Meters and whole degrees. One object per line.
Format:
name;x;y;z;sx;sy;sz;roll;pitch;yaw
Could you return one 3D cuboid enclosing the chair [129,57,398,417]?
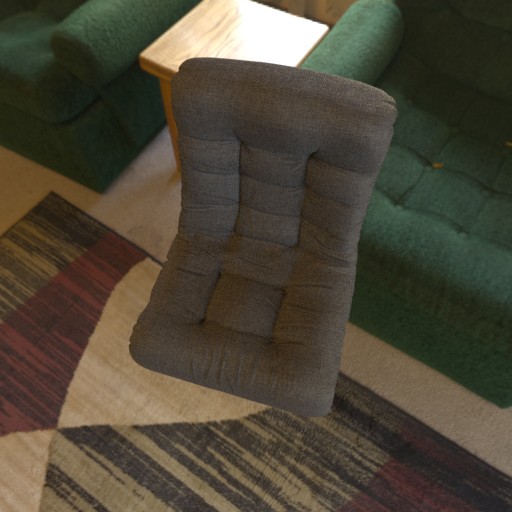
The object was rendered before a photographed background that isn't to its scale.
chair;0.000;0.000;1.222;0.597;0.749;0.668;13;61;8
